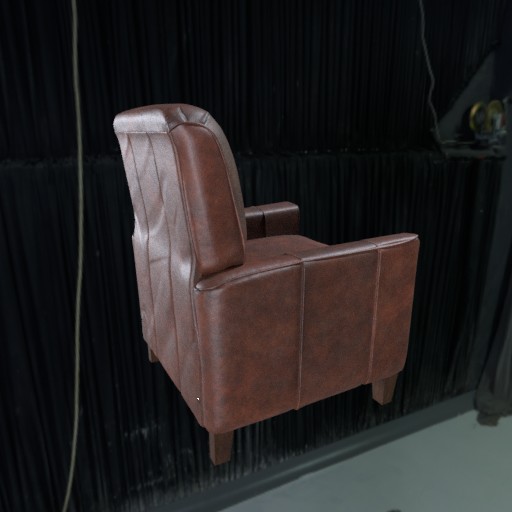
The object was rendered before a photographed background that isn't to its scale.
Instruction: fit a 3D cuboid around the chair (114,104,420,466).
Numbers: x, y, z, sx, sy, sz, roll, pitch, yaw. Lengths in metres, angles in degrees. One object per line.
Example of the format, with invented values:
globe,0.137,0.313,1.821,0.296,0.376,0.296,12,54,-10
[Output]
chair,0.000,0.000,1.650,0.836,1.043,0.843,-8,18,-27
